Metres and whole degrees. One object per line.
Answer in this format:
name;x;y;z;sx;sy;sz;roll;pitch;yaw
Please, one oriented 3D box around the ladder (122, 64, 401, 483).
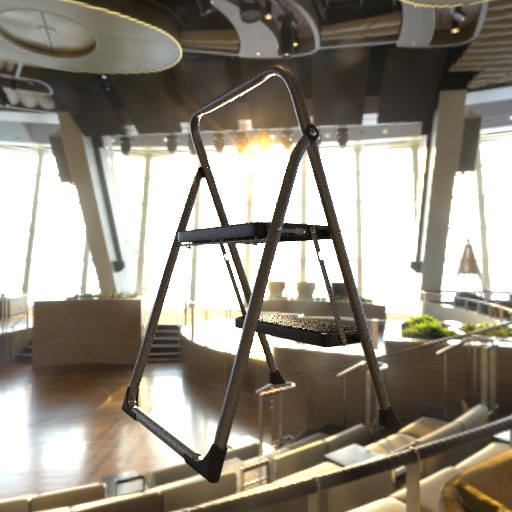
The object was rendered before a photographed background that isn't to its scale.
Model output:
ladder;0.000;0.000;0.994;0.472;0.720;0.430;0;-1;-35
